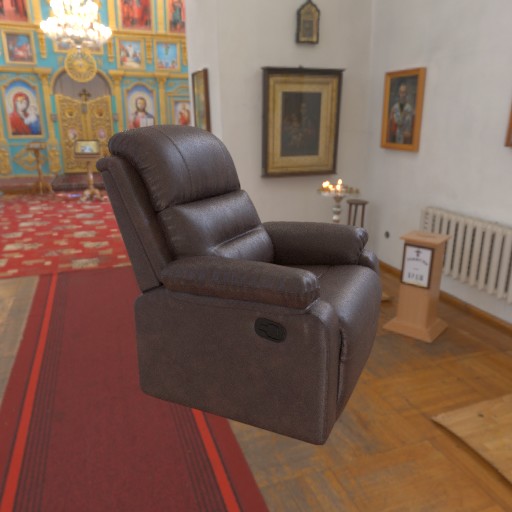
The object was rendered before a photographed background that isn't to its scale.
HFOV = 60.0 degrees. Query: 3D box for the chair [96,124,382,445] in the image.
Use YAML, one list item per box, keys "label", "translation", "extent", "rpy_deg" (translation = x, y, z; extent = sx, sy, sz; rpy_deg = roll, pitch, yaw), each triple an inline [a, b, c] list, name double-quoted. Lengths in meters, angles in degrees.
- label: "chair"
  translation: [0.000, 0.000, 1.732]
  extent: [0.919, 0.992, 0.855]
  rpy_deg: [7, 17, 24]
